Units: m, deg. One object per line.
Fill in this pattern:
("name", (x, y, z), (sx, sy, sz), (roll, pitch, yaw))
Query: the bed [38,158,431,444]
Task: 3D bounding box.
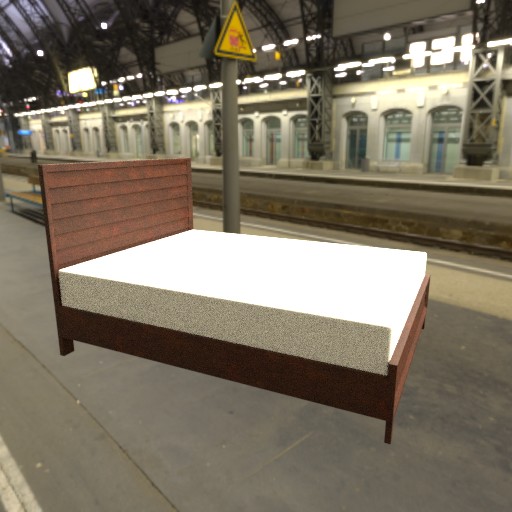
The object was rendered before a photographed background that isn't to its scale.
("bed", (0.000, 0.000, 3.096), (2.184, 1.270, 1.600), (7, 16, 25))
